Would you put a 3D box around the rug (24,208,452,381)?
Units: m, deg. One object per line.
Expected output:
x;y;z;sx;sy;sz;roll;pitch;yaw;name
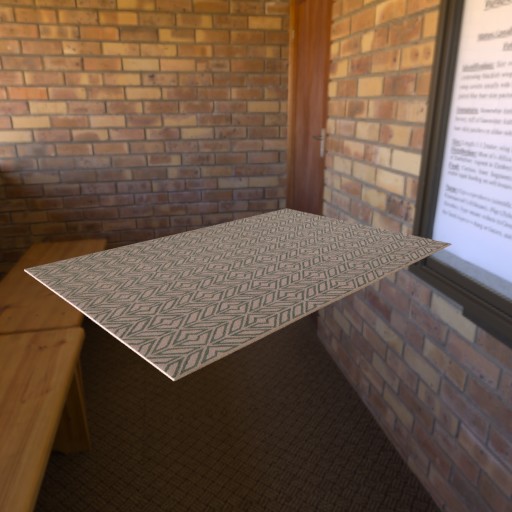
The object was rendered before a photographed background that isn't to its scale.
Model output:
0.000;0.000;2.253;1.828;0.007;1.220;-18;26;-41;rug
